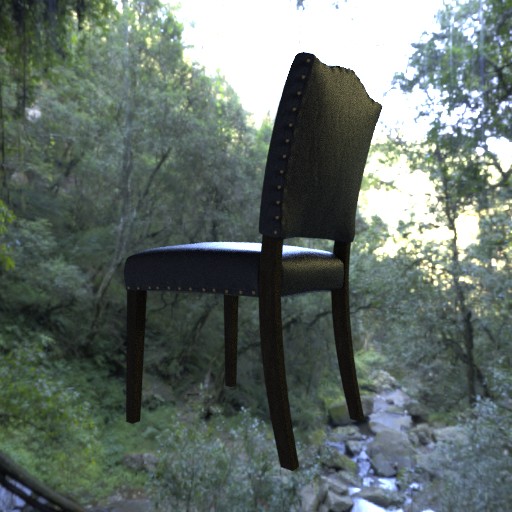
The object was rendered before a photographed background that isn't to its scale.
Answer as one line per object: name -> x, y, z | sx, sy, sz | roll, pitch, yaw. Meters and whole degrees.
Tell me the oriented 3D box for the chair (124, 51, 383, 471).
chair -> 0.000, 0.000, 1.337 | 0.633, 0.991, 0.500 | 0, 0, 37
